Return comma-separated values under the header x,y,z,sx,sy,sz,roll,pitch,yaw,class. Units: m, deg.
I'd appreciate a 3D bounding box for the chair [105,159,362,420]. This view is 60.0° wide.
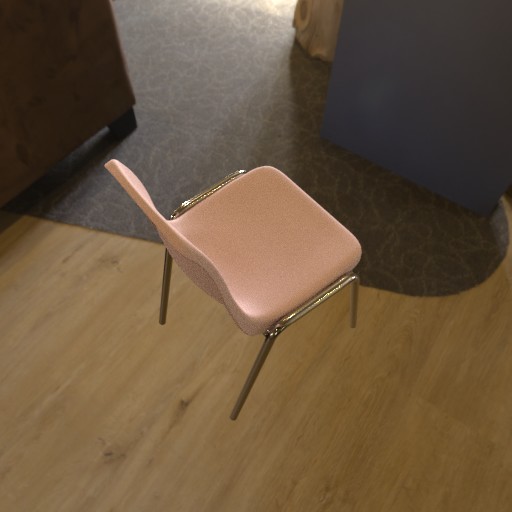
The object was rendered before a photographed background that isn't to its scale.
x,y,z,sx,sy,sz,roll,pitch,yaw,class
0.000,0.000,0.975,0.436,0.704,0.381,-34,63,-20,chair
